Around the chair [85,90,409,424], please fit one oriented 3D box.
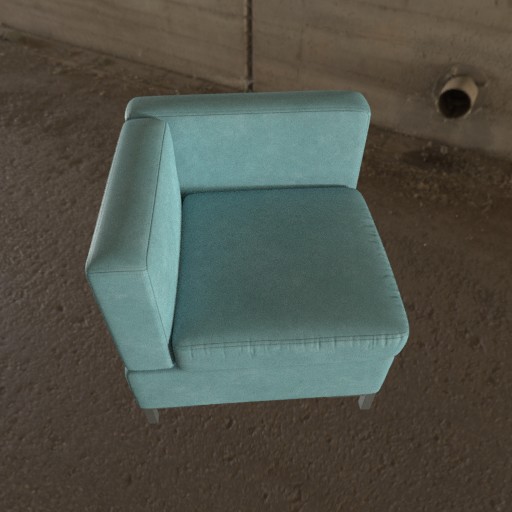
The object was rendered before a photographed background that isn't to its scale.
[{"bbox_3d":[0.000,0.000,1.239,0.680,0.660,0.680,-3,47,-3],"label":"chair"}]
